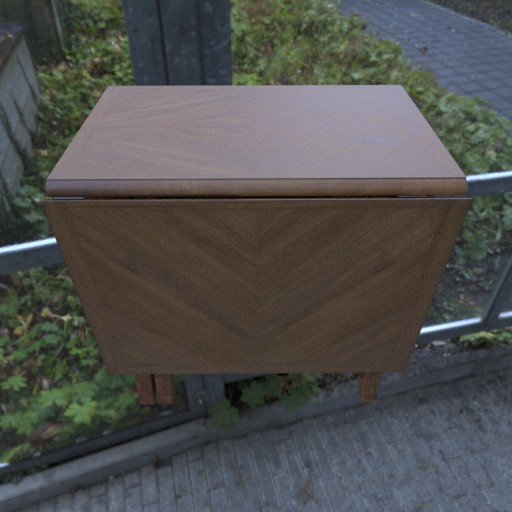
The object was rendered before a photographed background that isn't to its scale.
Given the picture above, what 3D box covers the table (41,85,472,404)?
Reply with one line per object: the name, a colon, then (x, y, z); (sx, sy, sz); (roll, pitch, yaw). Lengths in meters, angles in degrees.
table: (0.000, 0.000, 1.563); (0.967, 0.981, 0.701); (0, 41, 0)
